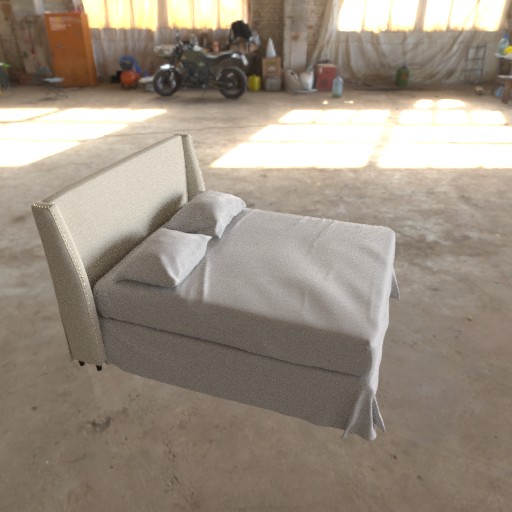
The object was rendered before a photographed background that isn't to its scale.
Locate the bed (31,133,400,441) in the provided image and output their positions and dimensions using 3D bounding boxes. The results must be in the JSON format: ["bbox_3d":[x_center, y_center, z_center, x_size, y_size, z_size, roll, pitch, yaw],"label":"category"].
[{"bbox_3d":[0.000,0.000,3.461,2.276,1.332,1.925,10,31,17],"label":"bed"}]
